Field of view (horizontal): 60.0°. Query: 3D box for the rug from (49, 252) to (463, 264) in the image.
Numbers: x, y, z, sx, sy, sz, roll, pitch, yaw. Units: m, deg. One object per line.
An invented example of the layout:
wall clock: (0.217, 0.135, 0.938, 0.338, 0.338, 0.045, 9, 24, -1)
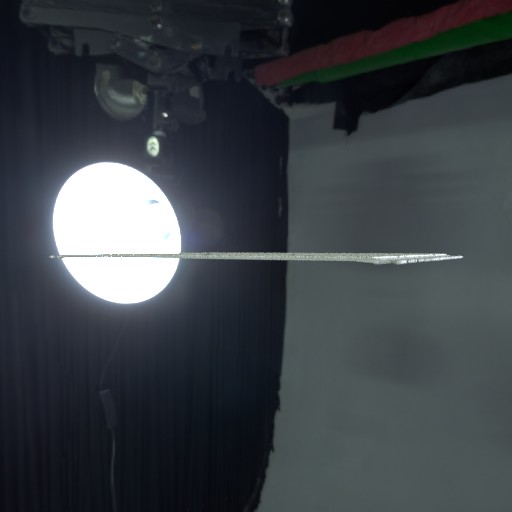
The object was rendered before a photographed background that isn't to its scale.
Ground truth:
rug: (0.000, 0.000, 2.926, 2.307, 0.031, 1.494, 1, 1, 34)
